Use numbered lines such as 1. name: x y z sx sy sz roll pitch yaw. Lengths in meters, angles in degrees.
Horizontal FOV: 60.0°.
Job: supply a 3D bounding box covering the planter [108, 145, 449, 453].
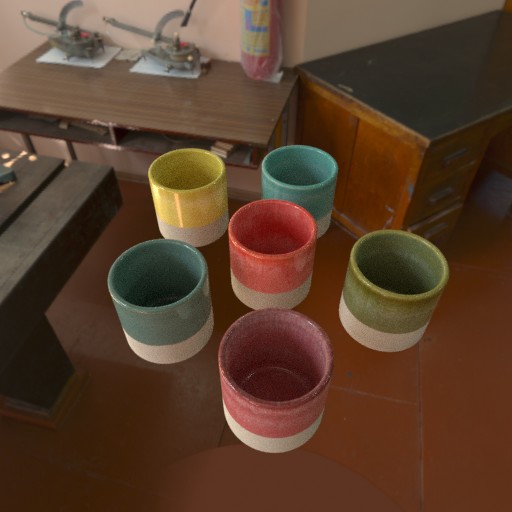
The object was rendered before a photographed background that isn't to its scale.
1. planter: 0.000 0.000 0.400 0.257 0.075 0.286 -33 54 -28
